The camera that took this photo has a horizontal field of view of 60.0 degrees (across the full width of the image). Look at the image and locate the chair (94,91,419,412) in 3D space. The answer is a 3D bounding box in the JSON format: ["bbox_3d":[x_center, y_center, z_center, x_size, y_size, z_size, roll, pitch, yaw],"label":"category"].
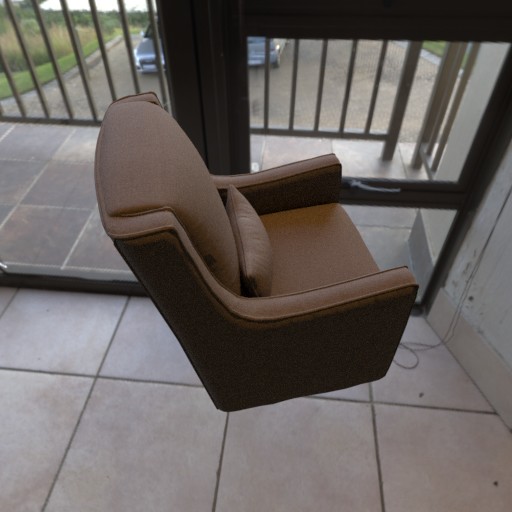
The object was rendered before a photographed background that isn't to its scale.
[{"bbox_3d":[0.000,0.000,1.567,0.879,0.993,0.732,-9,46,-9],"label":"chair"}]
